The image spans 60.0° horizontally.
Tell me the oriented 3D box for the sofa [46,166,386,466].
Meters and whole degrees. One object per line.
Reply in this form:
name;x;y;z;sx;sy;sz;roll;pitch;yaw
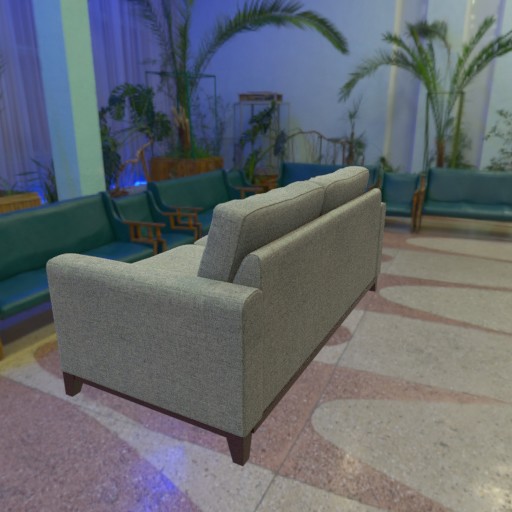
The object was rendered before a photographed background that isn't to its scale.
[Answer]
sofa;0.000;0.000;2.458;0.969;0.892;1.978;9;19;27
